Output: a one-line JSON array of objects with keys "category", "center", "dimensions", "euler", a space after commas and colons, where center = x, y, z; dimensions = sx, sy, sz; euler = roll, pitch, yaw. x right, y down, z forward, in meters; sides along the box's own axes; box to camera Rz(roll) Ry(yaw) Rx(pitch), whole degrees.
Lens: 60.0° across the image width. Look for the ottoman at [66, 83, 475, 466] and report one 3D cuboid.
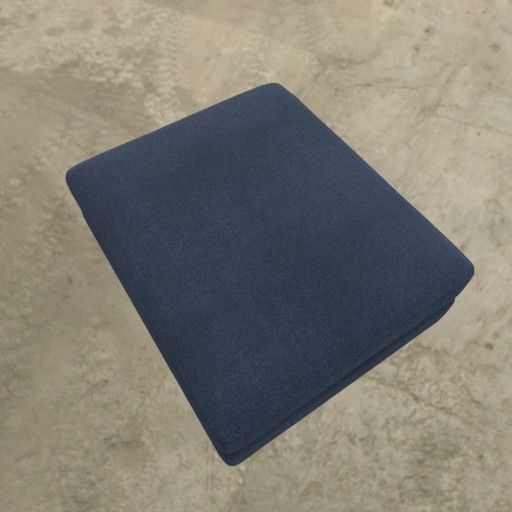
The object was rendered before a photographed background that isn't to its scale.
[{"category": "ottoman", "center": [0.000, 0.000, 1.224], "dimensions": [0.693, 0.474, 0.821], "euler": [-29, 62, -17]}]
